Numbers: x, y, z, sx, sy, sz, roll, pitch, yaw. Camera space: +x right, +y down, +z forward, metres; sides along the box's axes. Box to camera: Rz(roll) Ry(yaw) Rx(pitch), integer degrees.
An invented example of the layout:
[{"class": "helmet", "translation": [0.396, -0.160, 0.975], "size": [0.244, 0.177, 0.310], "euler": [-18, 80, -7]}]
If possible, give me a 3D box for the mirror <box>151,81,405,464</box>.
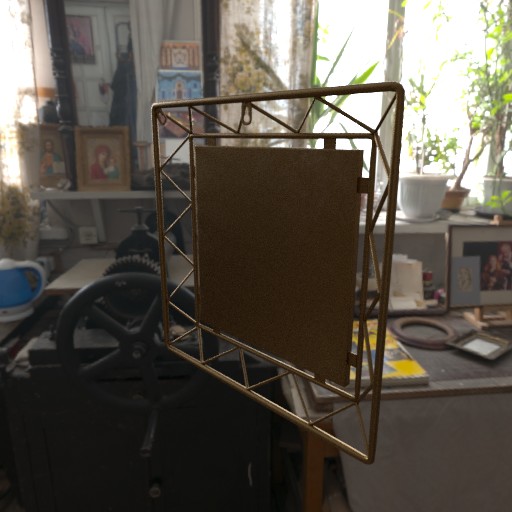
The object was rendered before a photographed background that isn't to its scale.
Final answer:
[{"class": "mirror", "translation": [0.000, 0.000, 0.604], "size": [0.046, 0.414, 0.416], "euler": [-15, 21, -43]}]
